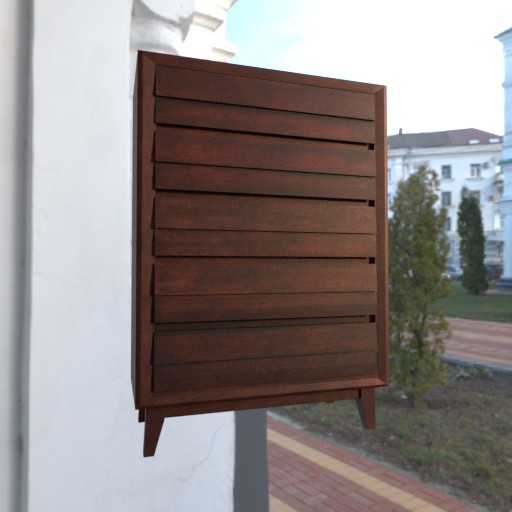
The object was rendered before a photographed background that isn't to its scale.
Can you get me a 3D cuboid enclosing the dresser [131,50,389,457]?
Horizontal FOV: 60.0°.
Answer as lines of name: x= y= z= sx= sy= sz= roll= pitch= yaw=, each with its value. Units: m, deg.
dresser: x=0.000 y=0.000 z=2.015 sx=1.072 sy=1.514 sz=0.506 roll=0 pitch=-2 yaw=-18
